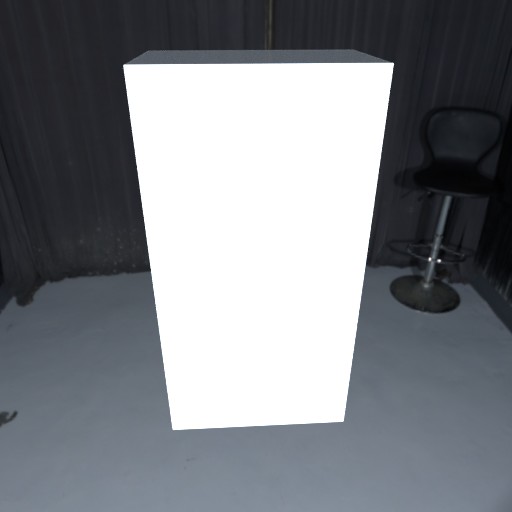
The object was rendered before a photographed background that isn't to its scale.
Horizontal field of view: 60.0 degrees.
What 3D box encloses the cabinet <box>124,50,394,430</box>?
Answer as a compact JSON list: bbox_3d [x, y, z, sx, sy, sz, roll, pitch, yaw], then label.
[{"bbox_3d":[0.000,0.000,2.327,0.980,1.920,0.580,-2,29,-3],"label":"cabinet"}]
